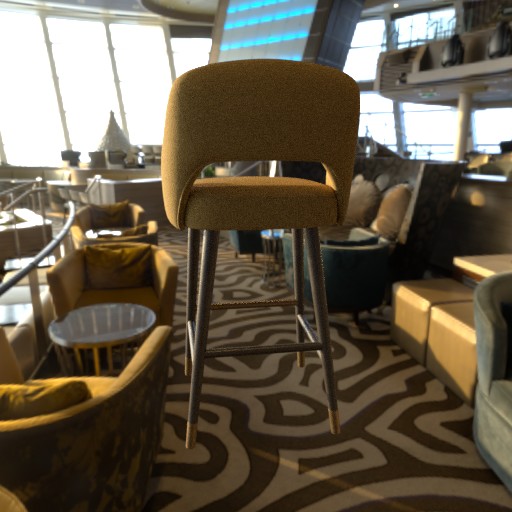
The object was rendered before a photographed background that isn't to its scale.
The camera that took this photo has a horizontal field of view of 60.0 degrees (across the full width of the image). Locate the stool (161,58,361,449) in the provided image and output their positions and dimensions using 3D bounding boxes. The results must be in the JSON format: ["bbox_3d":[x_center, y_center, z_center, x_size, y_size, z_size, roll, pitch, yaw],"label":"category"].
[{"bbox_3d":[0.000,0.000,1.350,0.536,1.032,0.522,-2,14,-9],"label":"stool"}]
